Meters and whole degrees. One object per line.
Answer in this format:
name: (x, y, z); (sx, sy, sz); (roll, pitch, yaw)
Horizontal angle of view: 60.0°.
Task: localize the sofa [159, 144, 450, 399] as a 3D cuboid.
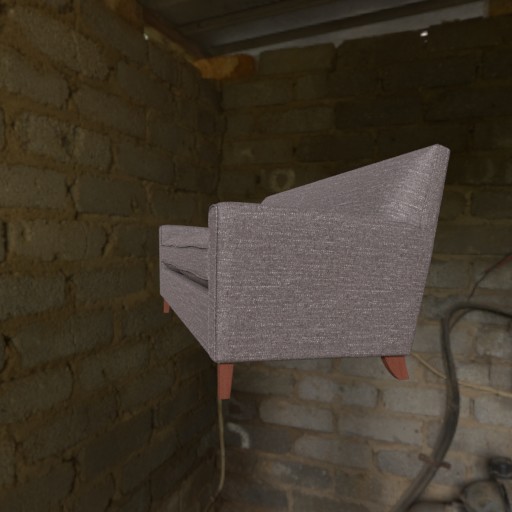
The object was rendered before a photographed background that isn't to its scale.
sofa: (0.000, 0.000, 2.378); (0.875, 0.846, 1.976); (-1, 2, -17)
